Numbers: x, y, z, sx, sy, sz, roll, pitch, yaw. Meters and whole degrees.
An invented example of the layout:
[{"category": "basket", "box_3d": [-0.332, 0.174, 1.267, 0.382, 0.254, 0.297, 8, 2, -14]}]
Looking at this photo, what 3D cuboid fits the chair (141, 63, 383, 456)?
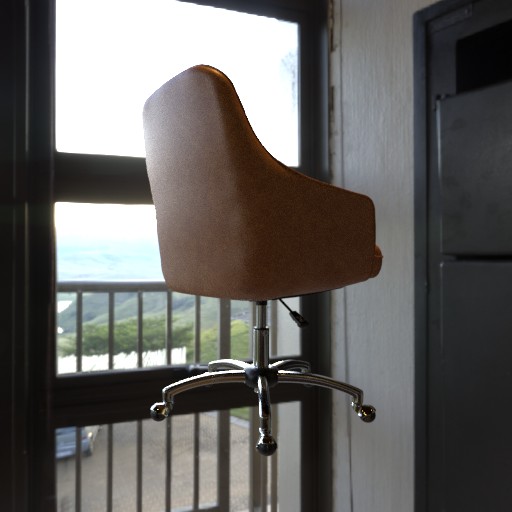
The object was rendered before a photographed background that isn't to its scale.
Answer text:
[{"category": "chair", "box_3d": [0.000, 0.000, 1.324, 0.615, 0.909, 0.628, 0, -1, -36]}]
